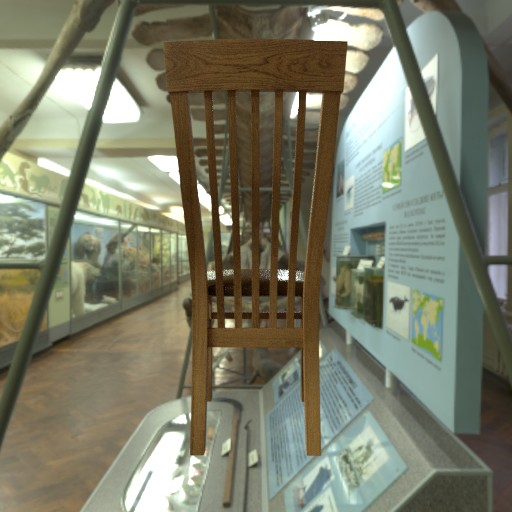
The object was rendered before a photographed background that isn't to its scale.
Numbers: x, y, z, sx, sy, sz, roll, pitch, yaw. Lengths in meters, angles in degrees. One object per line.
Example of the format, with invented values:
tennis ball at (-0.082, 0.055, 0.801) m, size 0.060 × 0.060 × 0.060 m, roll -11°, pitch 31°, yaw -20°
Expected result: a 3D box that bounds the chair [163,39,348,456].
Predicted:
chair at (0.000, 0.000, 1.358) m, size 0.450 × 1.050 × 0.580 m, roll 0°, pitch 0°, yaw 0°
